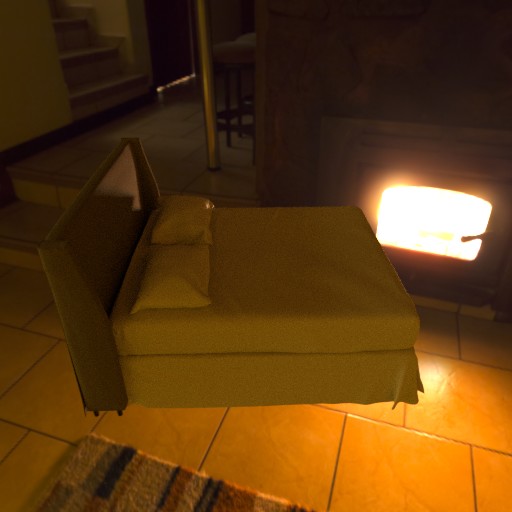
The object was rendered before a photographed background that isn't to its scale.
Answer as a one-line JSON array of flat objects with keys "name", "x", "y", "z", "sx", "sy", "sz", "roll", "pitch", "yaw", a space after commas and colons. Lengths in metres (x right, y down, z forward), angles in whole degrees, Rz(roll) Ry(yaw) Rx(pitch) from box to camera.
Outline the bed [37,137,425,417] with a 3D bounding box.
[{"name": "bed", "x": 0.000, "y": 0.000, "z": 3.381, "sx": 2.276, "sy": 1.332, "sz": 1.925, "roll": -1, "pitch": 31, "yaw": -1}]
